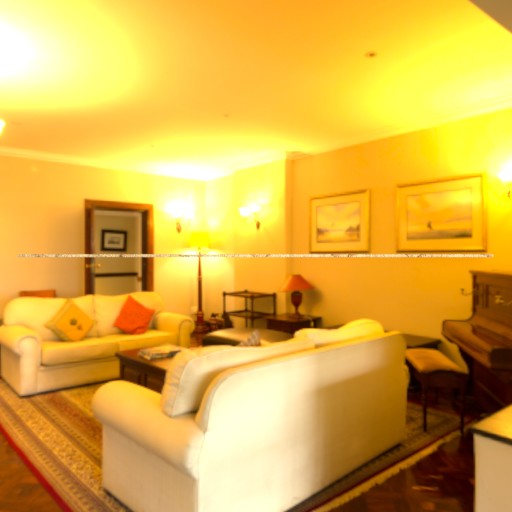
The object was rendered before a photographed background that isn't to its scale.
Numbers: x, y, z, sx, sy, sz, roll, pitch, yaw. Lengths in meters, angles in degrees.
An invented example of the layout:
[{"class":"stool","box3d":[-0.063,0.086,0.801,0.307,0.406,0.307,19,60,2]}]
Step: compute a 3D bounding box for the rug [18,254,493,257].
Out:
[{"class":"rug","box3d":[0.000,0.000,2.899,2.292,0.014,1.528,0,0,1]}]
